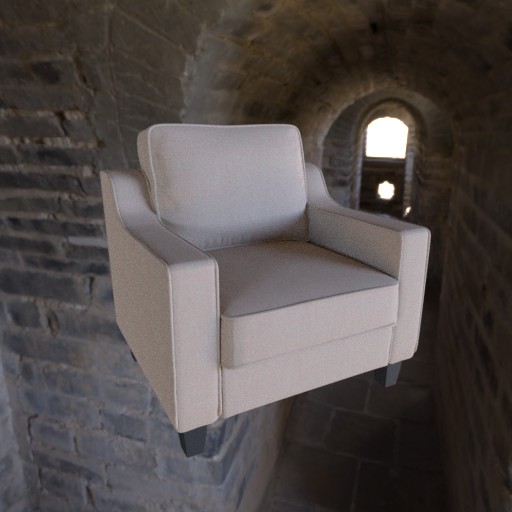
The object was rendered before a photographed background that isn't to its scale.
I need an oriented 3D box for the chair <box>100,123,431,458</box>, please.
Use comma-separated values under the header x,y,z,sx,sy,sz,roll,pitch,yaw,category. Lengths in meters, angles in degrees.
x,y,z,sx,sy,sz,roll,pitch,yaw,category
0.000,0.000,1.653,0.922,0.948,0.882,-8,18,-27,chair
